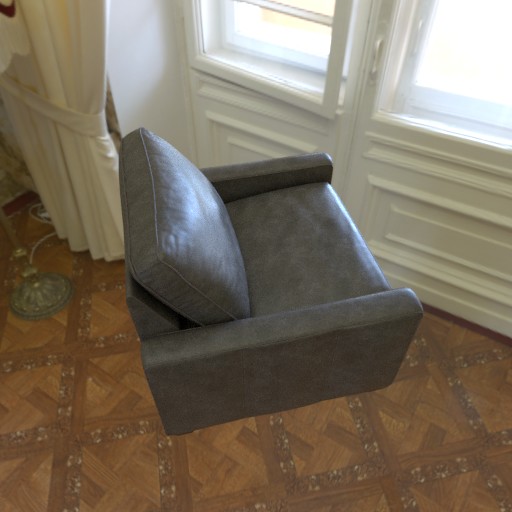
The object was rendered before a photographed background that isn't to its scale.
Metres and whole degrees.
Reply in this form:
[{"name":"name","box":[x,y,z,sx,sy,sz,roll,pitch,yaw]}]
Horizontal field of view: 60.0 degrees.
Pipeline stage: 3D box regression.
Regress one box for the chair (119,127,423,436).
[{"name":"chair","box":[0.000,0.000,1.807,0.939,0.916,1.006,-10,47,-9]}]
